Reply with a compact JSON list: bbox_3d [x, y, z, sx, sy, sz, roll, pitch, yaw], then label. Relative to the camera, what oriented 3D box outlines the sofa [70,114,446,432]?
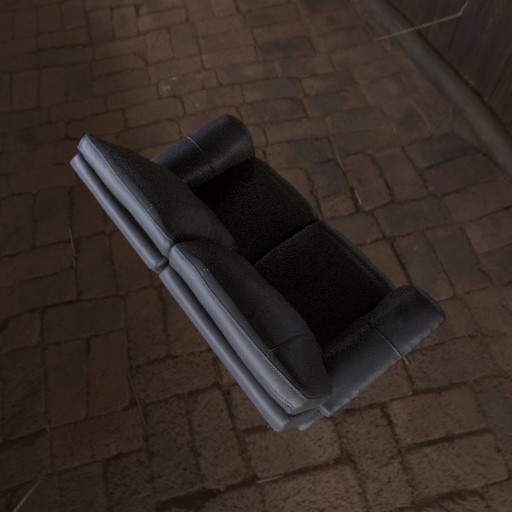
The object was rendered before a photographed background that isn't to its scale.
[{"bbox_3d":[0.000,0.000,2.396,1.104,1.111,1.765,-34,65,-18],"label":"sofa"}]
